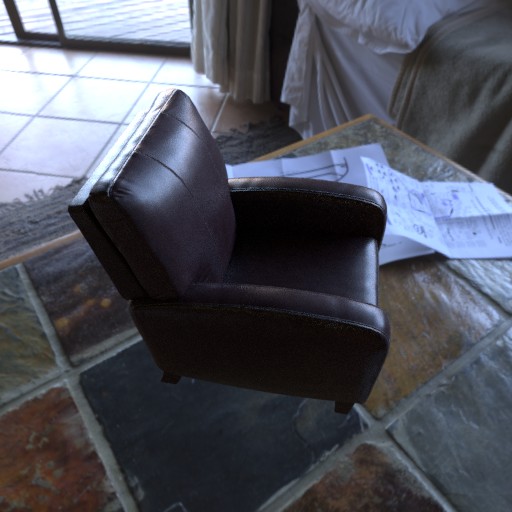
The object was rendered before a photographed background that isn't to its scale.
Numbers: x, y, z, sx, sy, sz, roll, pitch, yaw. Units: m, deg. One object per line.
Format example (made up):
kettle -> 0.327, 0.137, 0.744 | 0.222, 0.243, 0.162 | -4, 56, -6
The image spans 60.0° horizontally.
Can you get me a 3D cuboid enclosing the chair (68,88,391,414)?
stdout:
chair -> 0.000, 0.000, 1.682 | 0.990, 0.990, 0.762 | 8, 47, 7
